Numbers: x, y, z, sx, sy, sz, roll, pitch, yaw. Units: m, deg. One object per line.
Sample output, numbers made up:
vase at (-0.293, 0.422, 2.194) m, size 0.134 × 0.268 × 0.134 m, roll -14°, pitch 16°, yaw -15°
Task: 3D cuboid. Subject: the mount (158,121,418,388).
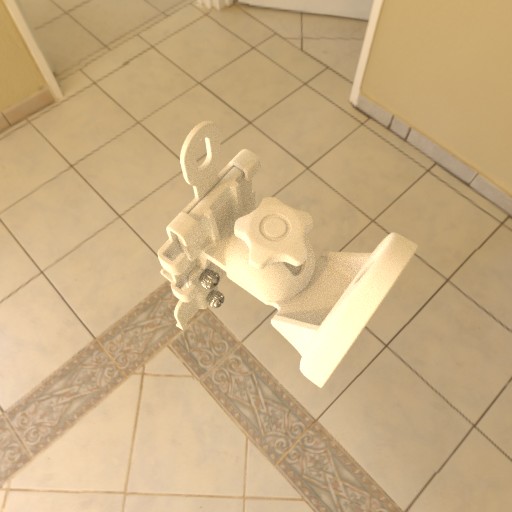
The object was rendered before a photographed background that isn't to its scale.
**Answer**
mount at (0.000, 0.000, 0.180) m, size 0.100 × 0.118 × 0.066 m, roll 34°, pitch 68°, yaw 16°
